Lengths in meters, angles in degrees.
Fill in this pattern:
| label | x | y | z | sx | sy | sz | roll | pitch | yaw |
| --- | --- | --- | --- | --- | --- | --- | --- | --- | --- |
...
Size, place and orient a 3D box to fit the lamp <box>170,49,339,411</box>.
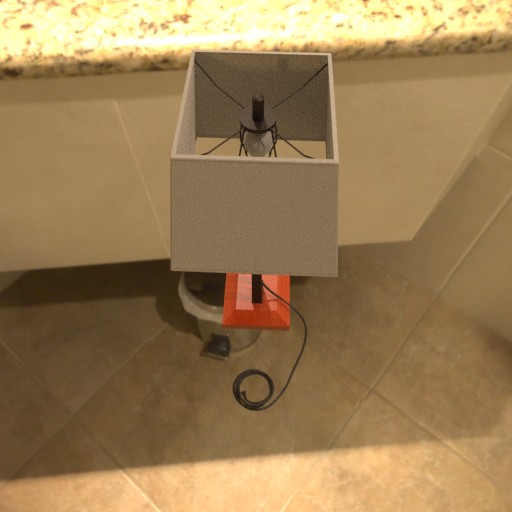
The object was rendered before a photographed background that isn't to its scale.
| label | x | y | z | sx | sy | sz | roll | pitch | yaw |
| --- | --- | --- | --- | --- | --- | --- | --- | --- | --- |
| lamp | 0.000 | 0.000 | 0.974 | 0.310 | 0.737 | 0.498 | 2 | 58 | 2 |
